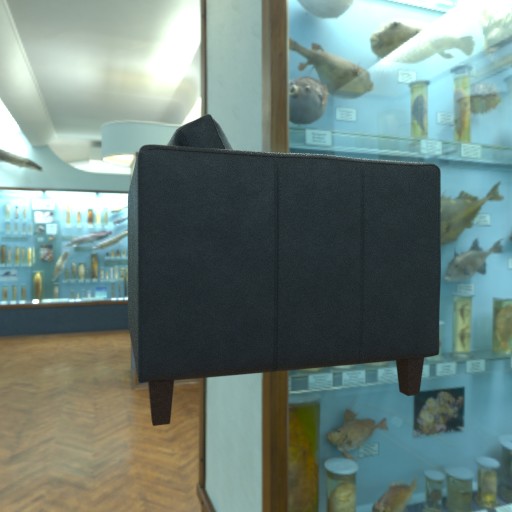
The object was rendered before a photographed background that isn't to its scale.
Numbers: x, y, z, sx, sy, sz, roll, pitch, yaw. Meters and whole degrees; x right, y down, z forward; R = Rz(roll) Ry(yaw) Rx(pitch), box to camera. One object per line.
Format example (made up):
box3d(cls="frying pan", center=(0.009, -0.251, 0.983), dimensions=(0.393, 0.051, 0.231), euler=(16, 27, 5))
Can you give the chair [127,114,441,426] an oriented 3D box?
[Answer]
box3d(cls="chair", center=(0.000, 0.000, 1.589), dimensions=(0.862, 0.811, 0.939), euler=(0, 1, -18))
